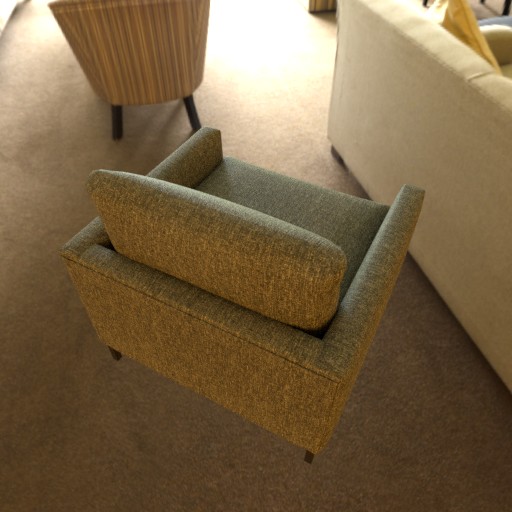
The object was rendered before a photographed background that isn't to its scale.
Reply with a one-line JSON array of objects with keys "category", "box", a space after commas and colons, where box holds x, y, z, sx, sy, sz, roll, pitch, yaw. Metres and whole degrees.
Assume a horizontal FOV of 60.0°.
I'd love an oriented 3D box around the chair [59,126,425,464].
[{"category": "chair", "box": [0.000, 0.000, 1.606, 0.963, 0.861, 0.866, 21, 50, 19]}]
